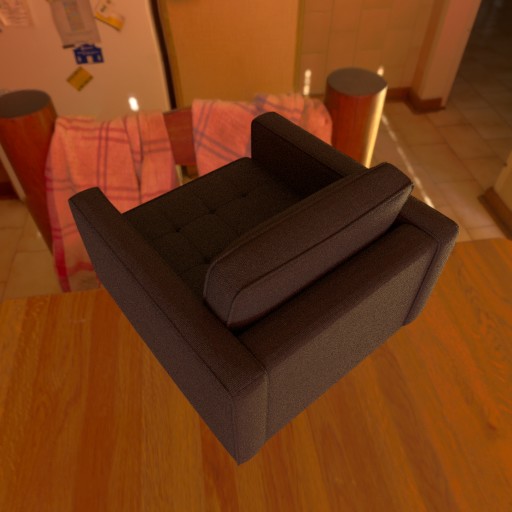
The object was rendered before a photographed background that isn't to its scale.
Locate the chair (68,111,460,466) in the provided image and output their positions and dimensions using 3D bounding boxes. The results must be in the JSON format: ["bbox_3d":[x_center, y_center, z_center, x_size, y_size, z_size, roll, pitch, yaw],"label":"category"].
[{"bbox_3d":[0.000,0.000,1.540,0.899,0.770,0.919,-31,55,-25],"label":"chair"}]
